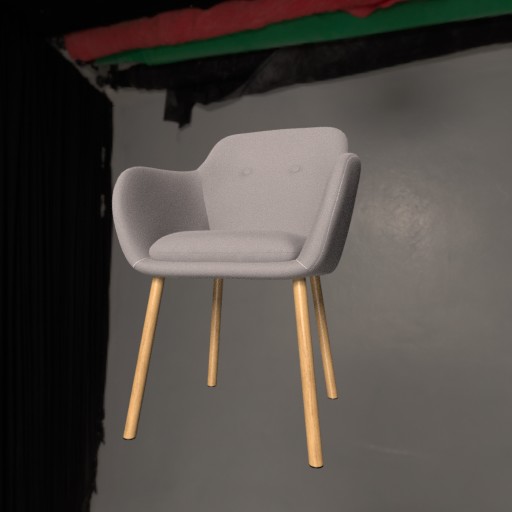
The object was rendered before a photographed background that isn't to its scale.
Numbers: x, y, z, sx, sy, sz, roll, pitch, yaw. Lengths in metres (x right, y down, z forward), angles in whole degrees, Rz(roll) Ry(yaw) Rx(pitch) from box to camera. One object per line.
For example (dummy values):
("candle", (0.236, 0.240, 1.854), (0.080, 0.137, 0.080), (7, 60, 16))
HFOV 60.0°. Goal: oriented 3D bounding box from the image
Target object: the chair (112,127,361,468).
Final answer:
("chair", (0.000, 0.000, 1.214), (0.570, 0.830, 0.590), (0, 1, 18))
